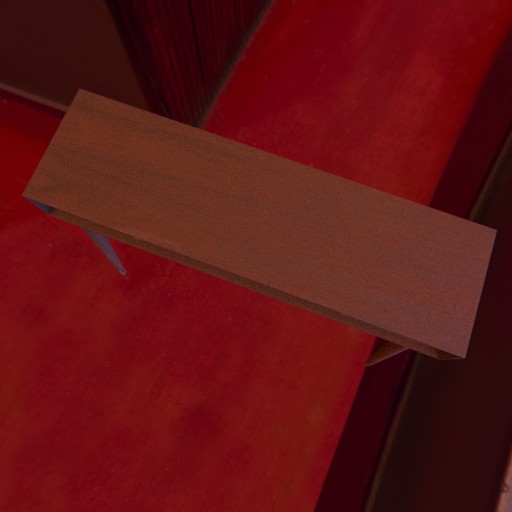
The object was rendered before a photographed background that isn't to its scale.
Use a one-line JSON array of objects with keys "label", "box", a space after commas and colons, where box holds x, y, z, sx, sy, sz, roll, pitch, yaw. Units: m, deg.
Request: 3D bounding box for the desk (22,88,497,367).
[{"label": "desk", "box": [0.000, 0.000, 1.604, 1.204, 0.917, 0.384, 20, 77, 5]}]
